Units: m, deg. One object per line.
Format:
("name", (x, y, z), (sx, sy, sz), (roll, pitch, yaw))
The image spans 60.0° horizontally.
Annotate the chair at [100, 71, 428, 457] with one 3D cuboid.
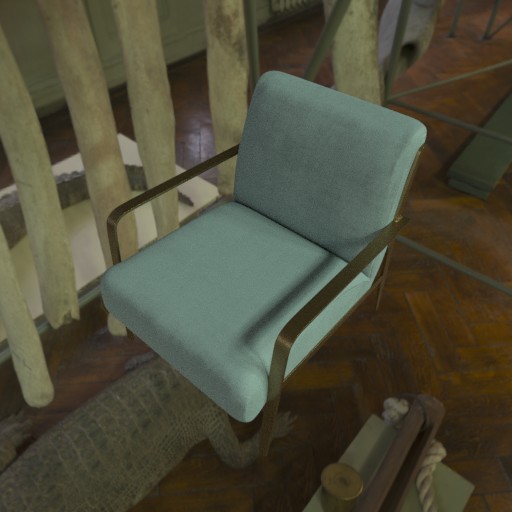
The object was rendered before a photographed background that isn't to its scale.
("chair", (0.000, 0.000, 1.457), (0.701, 0.824, 0.842), (31, 54, 27))
